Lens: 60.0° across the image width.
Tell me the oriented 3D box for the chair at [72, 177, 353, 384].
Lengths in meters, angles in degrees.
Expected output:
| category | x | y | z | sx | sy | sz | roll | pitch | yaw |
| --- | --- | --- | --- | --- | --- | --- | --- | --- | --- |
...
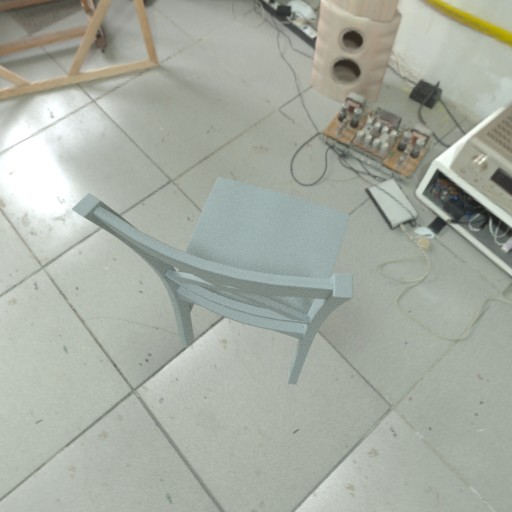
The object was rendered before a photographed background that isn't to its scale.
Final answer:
| category | x | y | z | sx | sy | sz | roll | pitch | yaw |
| --- | --- | --- | --- | --- | --- | --- | --- | --- | --- |
| chair | 0.000 | 0.000 | 1.254 | 0.485 | 0.983 | 0.542 | 17 | 65 | 8 |
